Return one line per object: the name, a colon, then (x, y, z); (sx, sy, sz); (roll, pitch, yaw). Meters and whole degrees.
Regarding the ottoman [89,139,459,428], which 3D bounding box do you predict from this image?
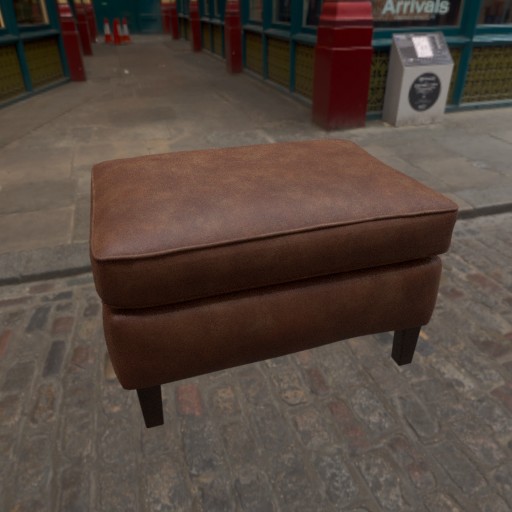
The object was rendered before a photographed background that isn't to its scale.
ottoman: (0.000, 0.000, 0.996); (0.665, 0.418, 0.501); (-9, 32, -15)
